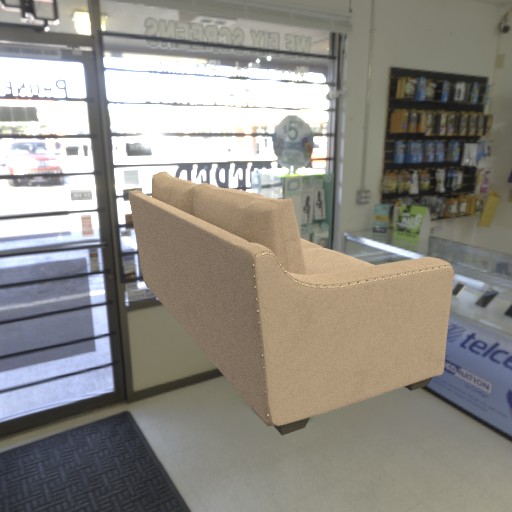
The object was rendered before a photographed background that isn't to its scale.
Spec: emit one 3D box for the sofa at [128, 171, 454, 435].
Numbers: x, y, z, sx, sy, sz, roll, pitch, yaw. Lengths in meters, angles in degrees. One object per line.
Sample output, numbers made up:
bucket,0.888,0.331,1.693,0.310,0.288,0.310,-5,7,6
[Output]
sofa,0.000,0.000,2.590,1.030,0.901,1.967,-8,17,-26
